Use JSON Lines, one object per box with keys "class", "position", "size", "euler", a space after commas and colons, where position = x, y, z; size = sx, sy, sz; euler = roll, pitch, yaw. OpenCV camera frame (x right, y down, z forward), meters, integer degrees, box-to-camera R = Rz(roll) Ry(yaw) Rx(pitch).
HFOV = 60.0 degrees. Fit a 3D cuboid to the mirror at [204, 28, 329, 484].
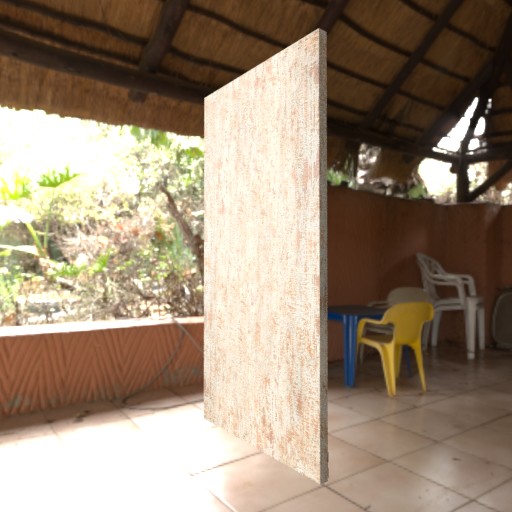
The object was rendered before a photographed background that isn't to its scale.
{"class": "mirror", "position": [0.000, 0.000, 1.094], "size": [0.027, 0.922, 0.472], "euler": [1, -1, -36]}
